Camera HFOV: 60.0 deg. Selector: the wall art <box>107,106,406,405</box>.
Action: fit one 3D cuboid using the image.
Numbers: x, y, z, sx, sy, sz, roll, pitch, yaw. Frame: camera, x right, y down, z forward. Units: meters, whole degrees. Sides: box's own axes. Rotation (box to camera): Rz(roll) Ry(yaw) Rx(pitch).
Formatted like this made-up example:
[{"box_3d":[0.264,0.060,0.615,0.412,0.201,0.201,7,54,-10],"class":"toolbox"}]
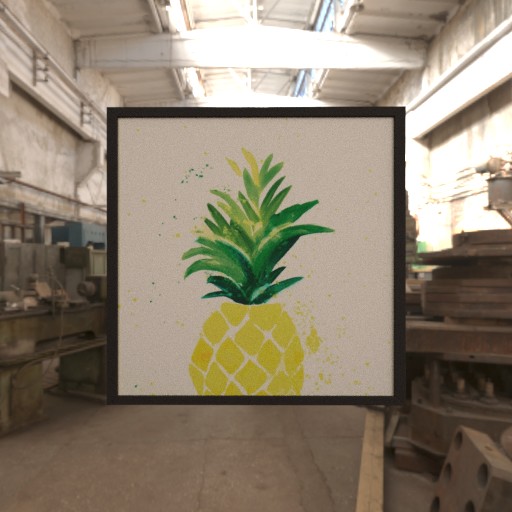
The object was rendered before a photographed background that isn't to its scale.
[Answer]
[{"box_3d":[0.000,0.000,0.468,0.305,0.304,0.033,0,0,0],"class":"wall art"}]
